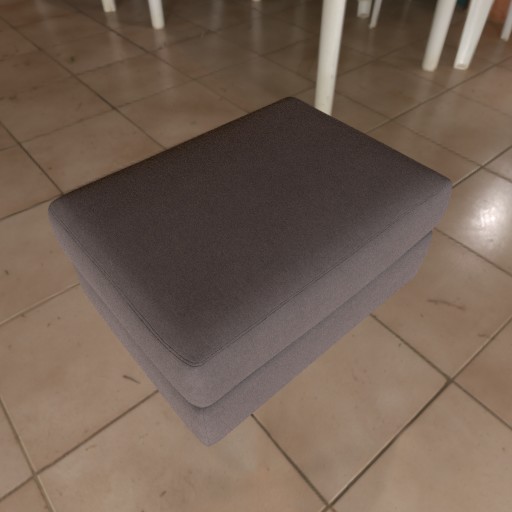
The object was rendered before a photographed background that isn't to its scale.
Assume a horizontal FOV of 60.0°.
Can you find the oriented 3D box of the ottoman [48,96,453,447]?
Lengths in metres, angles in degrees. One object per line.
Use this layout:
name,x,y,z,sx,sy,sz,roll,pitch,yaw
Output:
ottoman,0.000,0.000,1.133,0.773,0.497,0.574,-32,55,-27
